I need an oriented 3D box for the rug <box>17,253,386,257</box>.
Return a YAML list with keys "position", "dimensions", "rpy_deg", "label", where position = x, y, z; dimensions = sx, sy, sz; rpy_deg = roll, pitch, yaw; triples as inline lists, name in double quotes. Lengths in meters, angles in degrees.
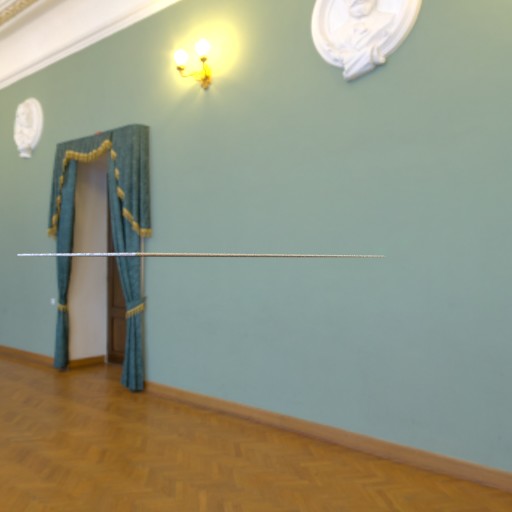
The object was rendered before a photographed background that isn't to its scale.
- position: [0.000, 0.000, 2.643]
  dimensions: [0.750, 0.009, 2.435]
  rpy_deg: [0, 0, 35]
  label: "rug"
